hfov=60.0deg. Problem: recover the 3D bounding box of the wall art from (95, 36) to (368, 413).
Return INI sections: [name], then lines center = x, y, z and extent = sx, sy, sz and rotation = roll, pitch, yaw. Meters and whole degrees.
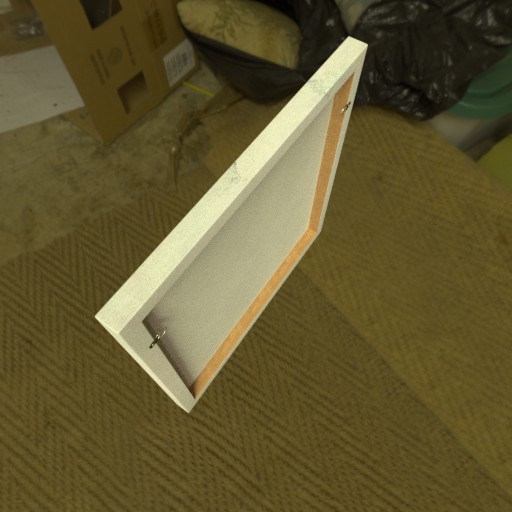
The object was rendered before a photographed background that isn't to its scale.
[wall art]
center = 0.000, 0.000, 0.903
extent = 0.040, 0.612, 0.612
rotation = 32, 67, 15
